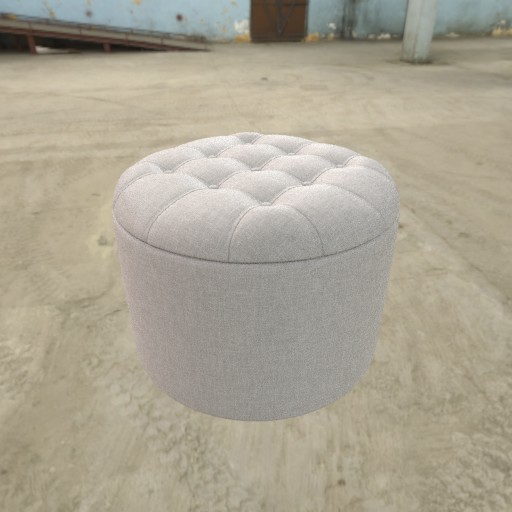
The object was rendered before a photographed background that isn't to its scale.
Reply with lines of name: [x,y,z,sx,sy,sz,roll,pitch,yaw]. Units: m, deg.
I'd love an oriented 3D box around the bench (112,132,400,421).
bench: [0.000,0.000,1.030,0.600,0.453,0.600,0,31,0]
